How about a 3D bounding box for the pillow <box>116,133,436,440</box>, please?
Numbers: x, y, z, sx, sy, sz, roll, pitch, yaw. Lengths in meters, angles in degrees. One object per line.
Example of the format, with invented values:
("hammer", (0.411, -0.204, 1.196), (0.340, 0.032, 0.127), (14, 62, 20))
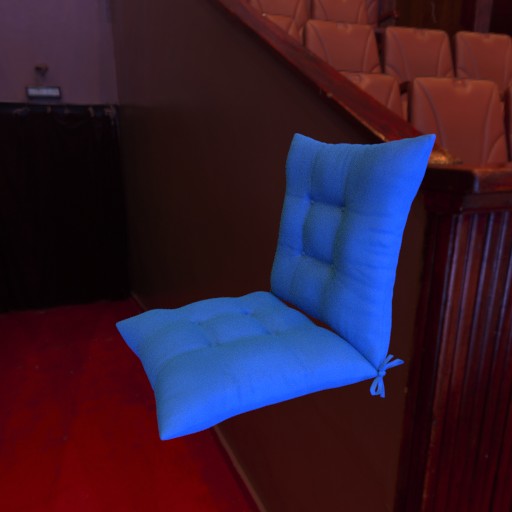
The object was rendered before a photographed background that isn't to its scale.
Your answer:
("pillow", (0.000, 0.000, 1.006), (0.585, 0.536, 0.541), (-7, 18, -24))
